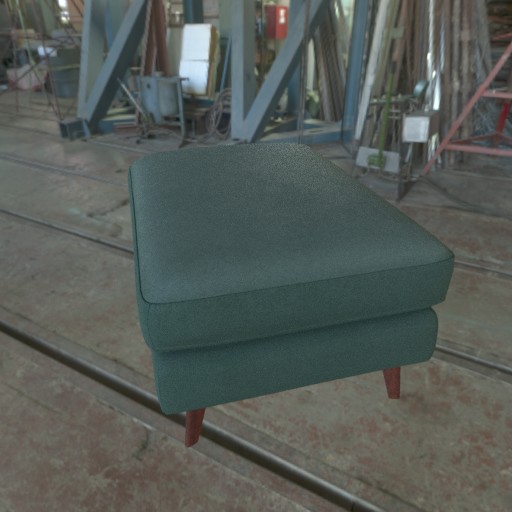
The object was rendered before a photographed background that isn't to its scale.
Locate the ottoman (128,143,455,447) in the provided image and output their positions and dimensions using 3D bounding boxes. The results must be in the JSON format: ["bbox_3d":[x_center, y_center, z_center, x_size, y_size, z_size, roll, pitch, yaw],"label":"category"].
[{"bbox_3d":[0.000,0.000,1.166,0.608,0.449,0.811,-8,30,-13],"label":"ottoman"}]
